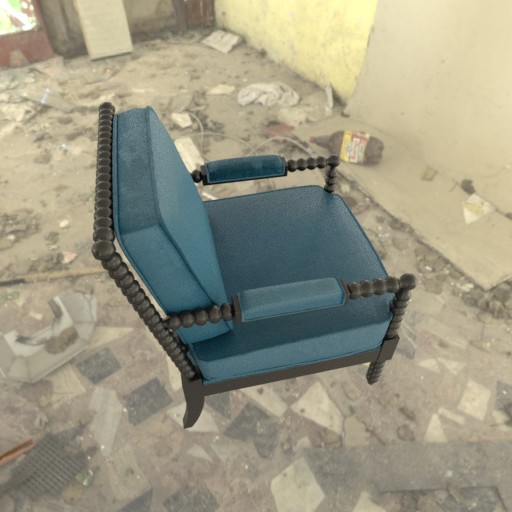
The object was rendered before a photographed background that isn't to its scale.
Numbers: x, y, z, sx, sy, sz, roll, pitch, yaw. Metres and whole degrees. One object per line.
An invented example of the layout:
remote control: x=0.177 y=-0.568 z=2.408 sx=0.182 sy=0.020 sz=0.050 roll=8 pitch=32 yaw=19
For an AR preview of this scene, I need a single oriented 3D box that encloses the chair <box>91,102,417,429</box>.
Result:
chair: x=0.000 y=0.000 z=1.431 sx=0.805 sy=0.857 sz=0.688 roll=-9 pitch=46 yaw=-9
